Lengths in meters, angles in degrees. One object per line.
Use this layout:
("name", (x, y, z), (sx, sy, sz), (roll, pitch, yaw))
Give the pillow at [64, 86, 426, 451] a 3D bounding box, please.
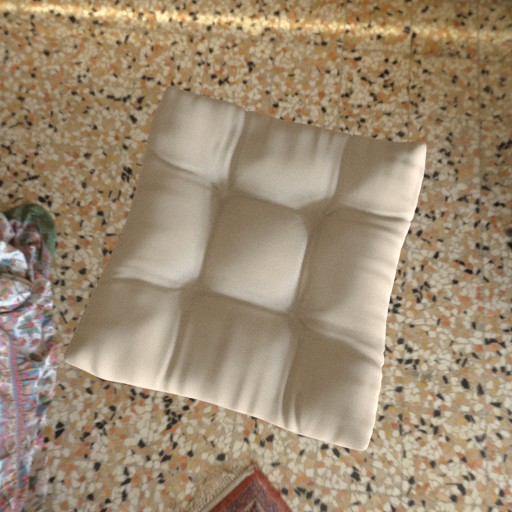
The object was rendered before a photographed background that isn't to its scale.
("pillow", (0.000, 0.000, 0.718), (0.468, 0.128, 0.490), (15, 77, 4))
